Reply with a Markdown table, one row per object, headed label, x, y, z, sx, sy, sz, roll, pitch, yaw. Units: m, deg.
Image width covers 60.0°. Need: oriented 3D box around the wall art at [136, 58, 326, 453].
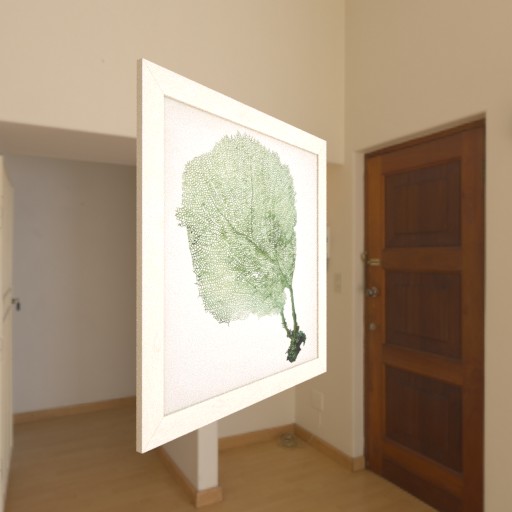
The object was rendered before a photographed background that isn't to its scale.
| label | x | y | z | sx | sy | sz | roll | pitch | yaw |
| --- | --- | --- | --- | --- | --- | --- | --- | --- | --- |
| wall art | 0.000 | 0.000 | 0.896 | 0.013 | 0.584 | 0.584 | 0 | 0 | 36 |
